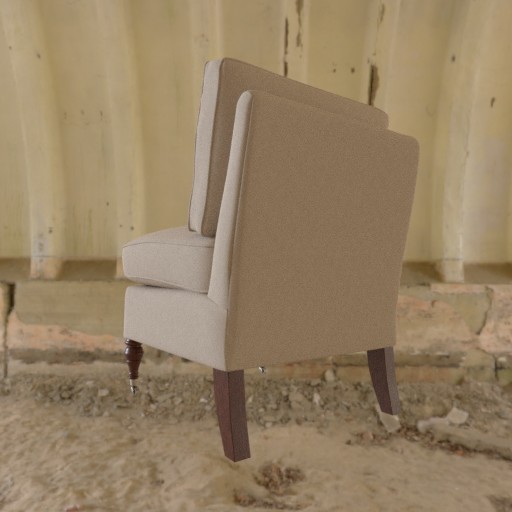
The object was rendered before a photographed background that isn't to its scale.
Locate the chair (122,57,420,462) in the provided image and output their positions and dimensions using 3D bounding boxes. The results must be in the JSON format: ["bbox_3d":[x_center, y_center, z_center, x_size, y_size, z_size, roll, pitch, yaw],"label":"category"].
[{"bbox_3d":[0.000,0.000,1.599,0.724,1.052,0.912,2,-3,-36],"label":"chair"}]
